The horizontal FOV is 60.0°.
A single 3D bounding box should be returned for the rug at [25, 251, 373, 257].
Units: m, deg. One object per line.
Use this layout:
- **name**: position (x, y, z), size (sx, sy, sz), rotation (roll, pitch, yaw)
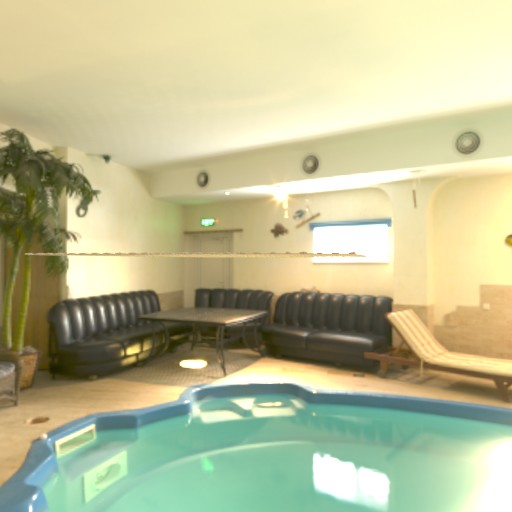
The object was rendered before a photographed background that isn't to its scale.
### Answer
- **rug**: position (0.000, 0.000, 2.483), size (1.222, 0.009, 2.084), rotation (0, -1, 16)
